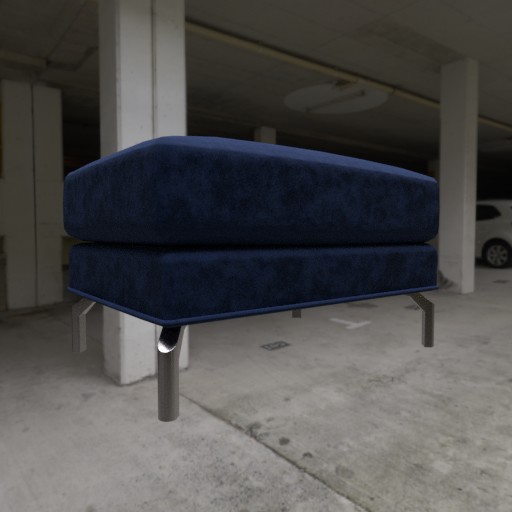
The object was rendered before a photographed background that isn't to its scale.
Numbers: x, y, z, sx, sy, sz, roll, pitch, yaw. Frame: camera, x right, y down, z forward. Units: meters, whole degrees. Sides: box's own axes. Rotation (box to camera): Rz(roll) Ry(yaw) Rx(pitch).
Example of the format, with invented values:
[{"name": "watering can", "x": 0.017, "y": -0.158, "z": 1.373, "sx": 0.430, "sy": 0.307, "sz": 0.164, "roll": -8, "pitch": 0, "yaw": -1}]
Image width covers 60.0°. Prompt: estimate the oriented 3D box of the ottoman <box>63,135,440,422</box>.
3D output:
[{"name": "ottoman", "x": 0.000, "y": 0.000, "z": 1.178, "sx": 0.835, "sy": 0.498, "sz": 0.587, "roll": -2, "pitch": 4, "yaw": -37}]
